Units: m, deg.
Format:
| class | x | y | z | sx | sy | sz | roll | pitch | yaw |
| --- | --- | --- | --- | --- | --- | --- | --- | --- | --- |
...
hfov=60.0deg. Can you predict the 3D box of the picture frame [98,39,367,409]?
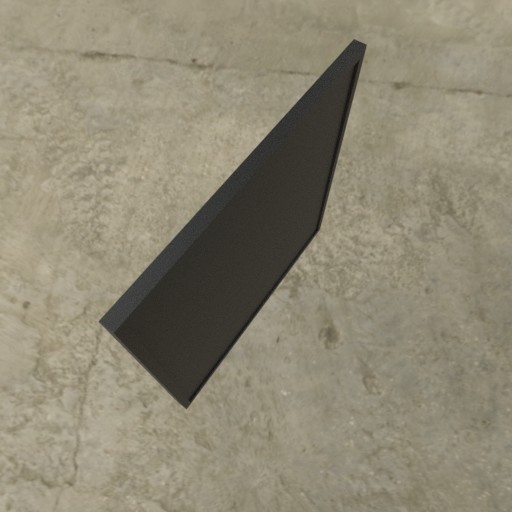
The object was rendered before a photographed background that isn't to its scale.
| class | x | y | z | sx | sy | sz | roll | pitch | yaw |
| --- | --- | --- | --- | --- | --- | --- | --- | --- | --- |
| picture frame | 0.000 | 0.000 | 1.149 | 0.032 | 0.775 | 0.775 | 32 | 67 | 15 |
